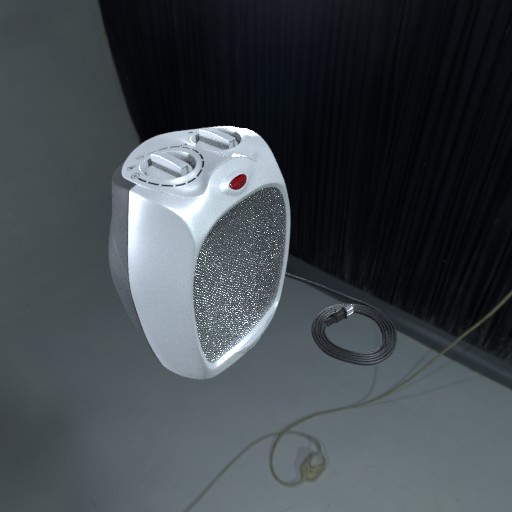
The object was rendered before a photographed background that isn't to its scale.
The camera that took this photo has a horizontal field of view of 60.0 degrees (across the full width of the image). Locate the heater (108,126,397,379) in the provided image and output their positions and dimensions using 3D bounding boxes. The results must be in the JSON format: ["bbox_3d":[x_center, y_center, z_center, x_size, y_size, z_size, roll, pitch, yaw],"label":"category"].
[{"bbox_3d":[0.000,0.000,0.460,0.291,0.240,0.239,26,46,27],"label":"heater"}]
